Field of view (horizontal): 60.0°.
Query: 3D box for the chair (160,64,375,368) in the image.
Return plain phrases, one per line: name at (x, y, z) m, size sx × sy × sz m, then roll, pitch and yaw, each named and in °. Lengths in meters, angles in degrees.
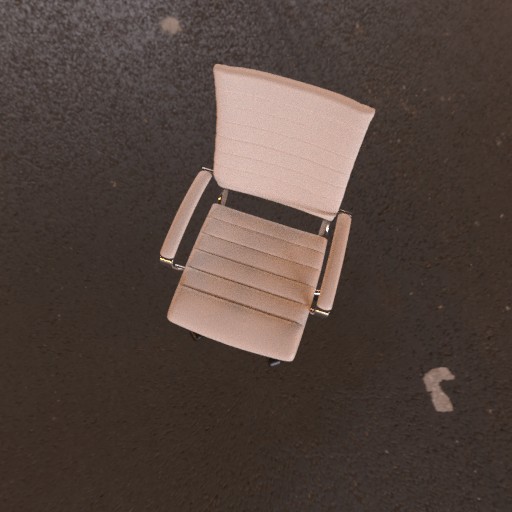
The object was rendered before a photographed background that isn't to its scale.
chair at (0.000, 0.000, 1.603) m, size 0.679 × 1.149 × 0.679 m, roll 18°, pitch 75°, yaw 5°
